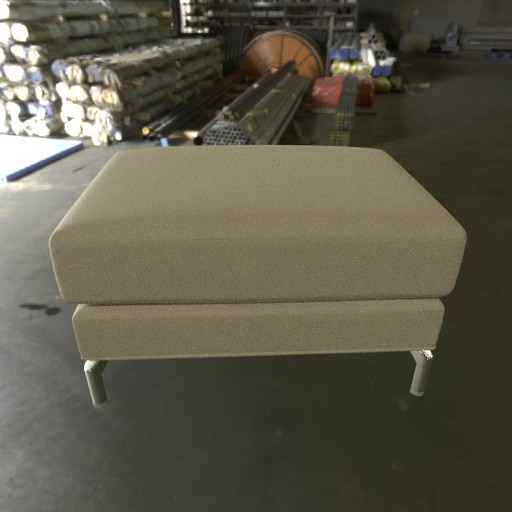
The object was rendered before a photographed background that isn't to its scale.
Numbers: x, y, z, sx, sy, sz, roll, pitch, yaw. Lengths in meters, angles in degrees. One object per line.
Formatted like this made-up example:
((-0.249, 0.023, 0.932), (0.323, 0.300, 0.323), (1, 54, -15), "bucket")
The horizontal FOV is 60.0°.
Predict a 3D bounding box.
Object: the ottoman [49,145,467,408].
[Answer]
((0.000, 0.000, 1.199), (0.835, 0.497, 0.581), (-1, 30, -2), "ottoman")
